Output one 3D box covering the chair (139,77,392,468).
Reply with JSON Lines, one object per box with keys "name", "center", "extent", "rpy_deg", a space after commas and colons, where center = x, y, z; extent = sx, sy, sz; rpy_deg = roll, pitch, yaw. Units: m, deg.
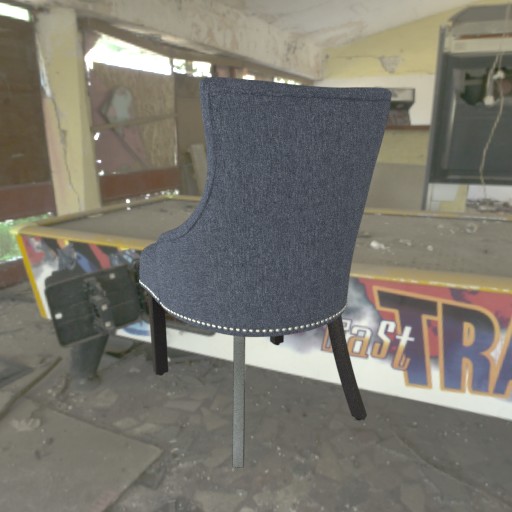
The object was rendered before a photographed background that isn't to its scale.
{"name": "chair", "center": [0.000, 0.000, 1.303], "extent": [0.566, 0.909, 0.629], "rpy_deg": [-8, 17, -28]}
